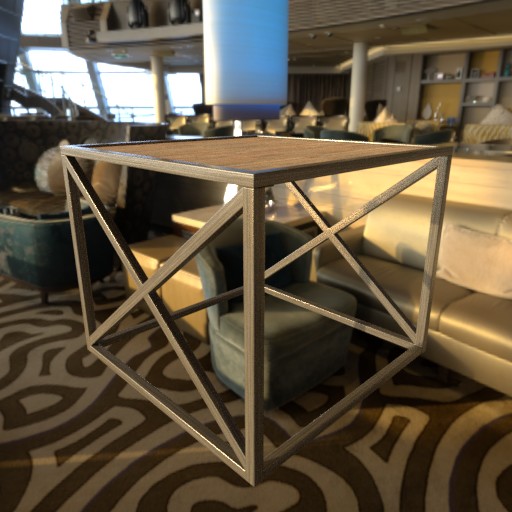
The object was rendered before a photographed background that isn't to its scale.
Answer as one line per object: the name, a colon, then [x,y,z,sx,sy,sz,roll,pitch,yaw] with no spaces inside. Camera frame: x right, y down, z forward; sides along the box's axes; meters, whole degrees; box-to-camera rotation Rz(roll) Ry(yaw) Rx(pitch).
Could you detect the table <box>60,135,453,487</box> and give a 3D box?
table: [0.000,0.000,1.051,0.609,0.507,0.611,-17,25,-42]
